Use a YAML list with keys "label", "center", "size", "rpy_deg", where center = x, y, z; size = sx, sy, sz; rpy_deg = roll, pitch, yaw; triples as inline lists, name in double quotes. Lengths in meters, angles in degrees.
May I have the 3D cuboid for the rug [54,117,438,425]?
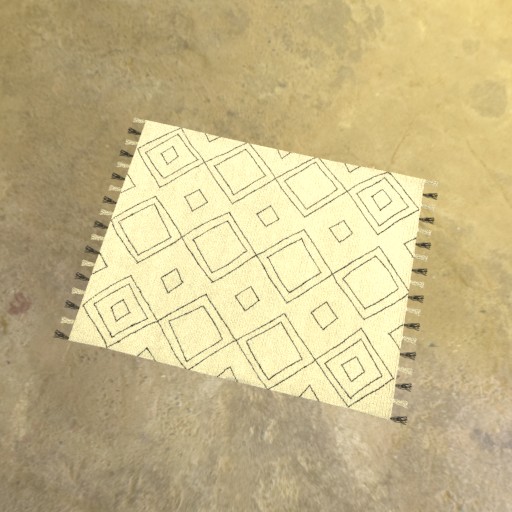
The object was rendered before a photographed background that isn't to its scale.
- label: "rug"
  center: [0.000, 0.000, 4.225]
  size: [3.221, 0.026, 2.342]
  rpy_deg: [13, 74, 4]
